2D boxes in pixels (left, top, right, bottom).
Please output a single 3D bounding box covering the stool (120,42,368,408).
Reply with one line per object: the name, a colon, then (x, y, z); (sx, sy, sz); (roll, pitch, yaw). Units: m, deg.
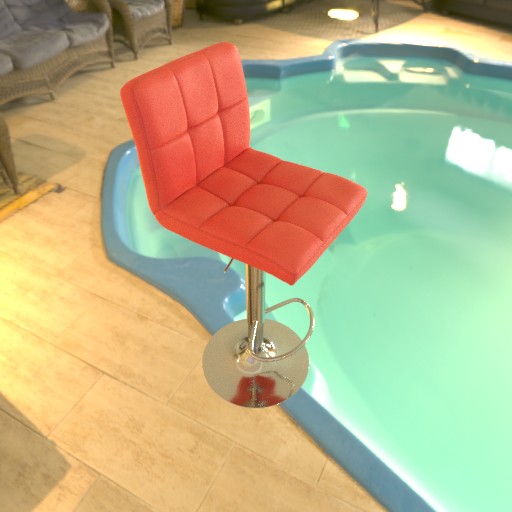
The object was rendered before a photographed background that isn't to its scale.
stool: (0.000, 0.000, 1.395); (0.505, 1.115, 0.430); (24, 47, 25)
